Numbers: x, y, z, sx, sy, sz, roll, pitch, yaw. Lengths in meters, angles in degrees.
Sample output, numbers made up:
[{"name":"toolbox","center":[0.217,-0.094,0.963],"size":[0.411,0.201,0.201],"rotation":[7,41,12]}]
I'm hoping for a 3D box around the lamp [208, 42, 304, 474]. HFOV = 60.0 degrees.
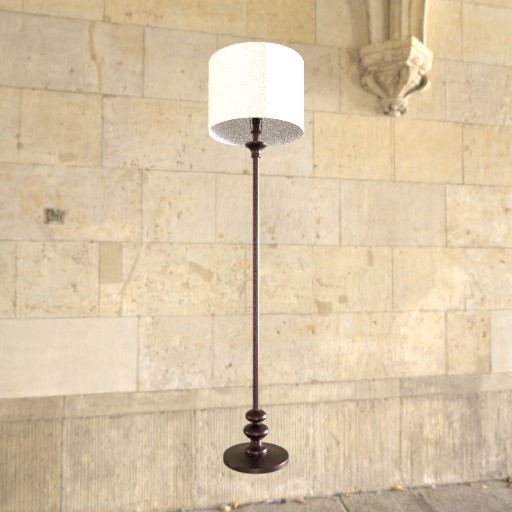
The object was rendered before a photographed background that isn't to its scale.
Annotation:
[{"name":"lamp","center":[0.000,0.000,1.649],"size":[0.356,1.487,0.356],"rotation":[-1,-3,35]}]
